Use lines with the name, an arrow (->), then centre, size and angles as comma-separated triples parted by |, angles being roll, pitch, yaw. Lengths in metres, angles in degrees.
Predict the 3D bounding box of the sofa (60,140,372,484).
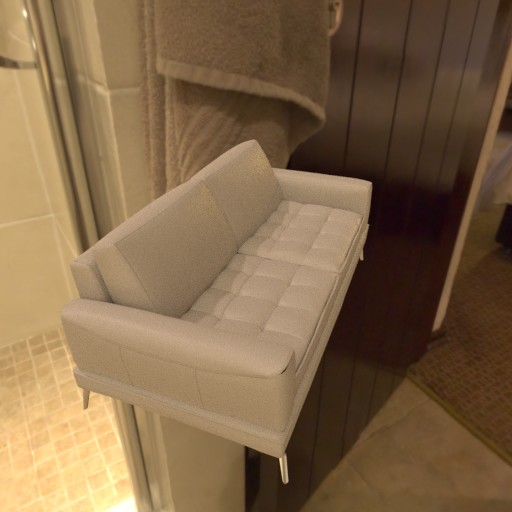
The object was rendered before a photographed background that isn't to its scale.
sofa -> 0.000, 0.000, 2.717 | 1.121, 0.930, 2.177 | 11, 33, 18
